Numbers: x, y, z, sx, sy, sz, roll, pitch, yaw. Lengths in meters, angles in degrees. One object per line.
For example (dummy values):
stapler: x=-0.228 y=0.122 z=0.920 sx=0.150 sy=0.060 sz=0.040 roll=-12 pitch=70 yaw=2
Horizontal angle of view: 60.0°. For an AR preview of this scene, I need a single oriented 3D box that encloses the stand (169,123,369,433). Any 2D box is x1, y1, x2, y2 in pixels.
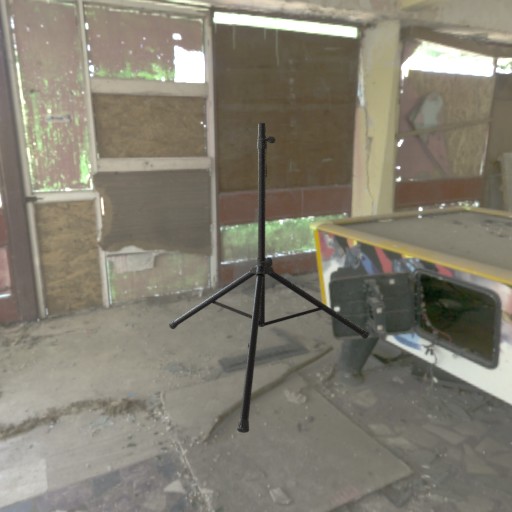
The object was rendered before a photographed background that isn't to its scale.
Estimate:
stand: x=0.000 y=0.000 z=2.749 sx=1.596 sy=1.595 sz=1.339 roll=2 pitch=15 yaw=8
